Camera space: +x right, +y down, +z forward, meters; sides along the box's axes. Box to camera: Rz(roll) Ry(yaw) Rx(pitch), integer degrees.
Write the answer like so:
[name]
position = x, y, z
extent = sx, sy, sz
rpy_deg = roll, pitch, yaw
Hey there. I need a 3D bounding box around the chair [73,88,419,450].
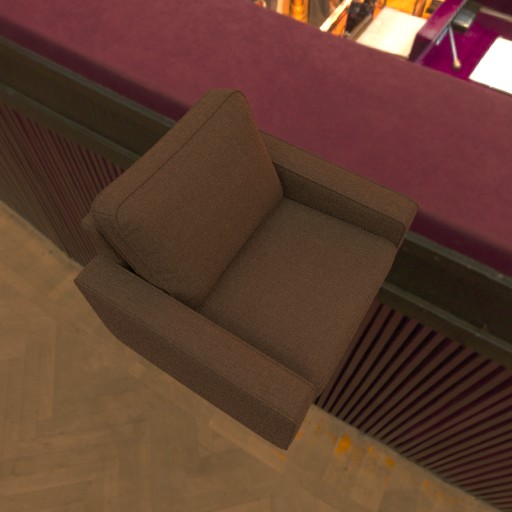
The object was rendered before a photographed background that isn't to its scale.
[chair]
position = 0.000, 0.000, 1.747
extent = 0.940, 0.919, 1.017
rpy_deg = 29, 63, 16
